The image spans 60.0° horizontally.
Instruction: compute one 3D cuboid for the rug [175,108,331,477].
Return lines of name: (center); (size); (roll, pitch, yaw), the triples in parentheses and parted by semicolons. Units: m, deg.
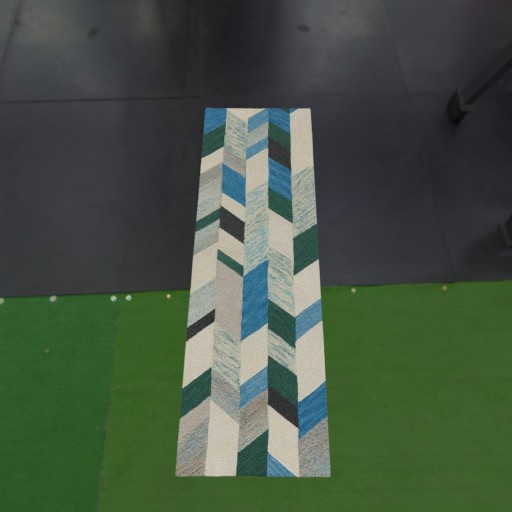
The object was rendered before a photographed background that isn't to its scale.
rug: (0.000, 0.000, 2.723); (0.774, 0.008, 2.437); (1, 63, 0)
